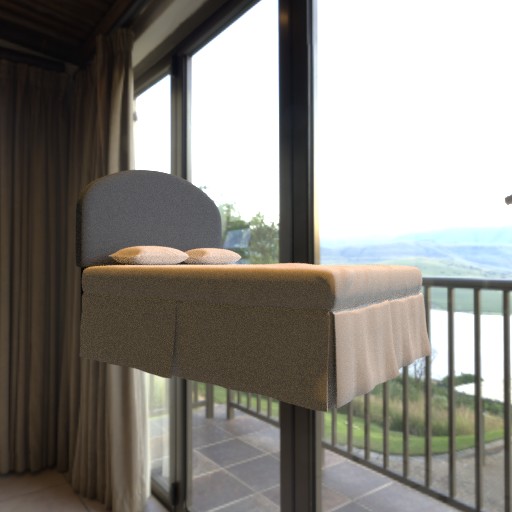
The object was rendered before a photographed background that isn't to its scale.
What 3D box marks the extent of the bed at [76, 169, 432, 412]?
[{"bbox_3d":[0.000,0.000,3.125,2.005,1.410,1.607,0,-1,35],"label":"bed"}]
